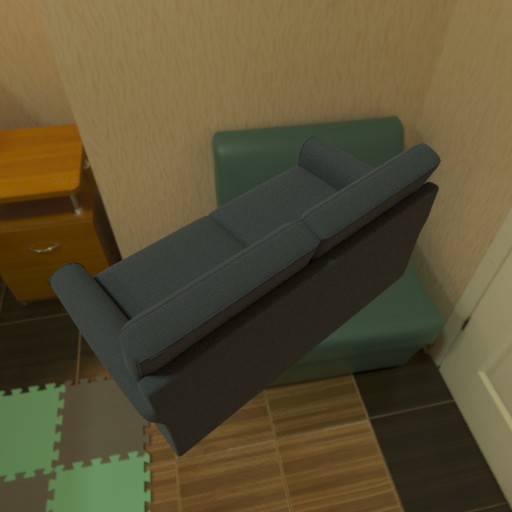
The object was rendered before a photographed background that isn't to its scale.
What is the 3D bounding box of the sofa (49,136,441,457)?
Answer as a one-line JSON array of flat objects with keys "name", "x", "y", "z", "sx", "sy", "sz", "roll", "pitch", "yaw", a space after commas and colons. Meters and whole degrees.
[{"name": "sofa", "x": 0.000, "y": 0.000, "z": 2.454, "sx": 1.930, "sy": 1.020, "sz": 0.940, "roll": -32, "pitch": 55, "yaw": -26}]
